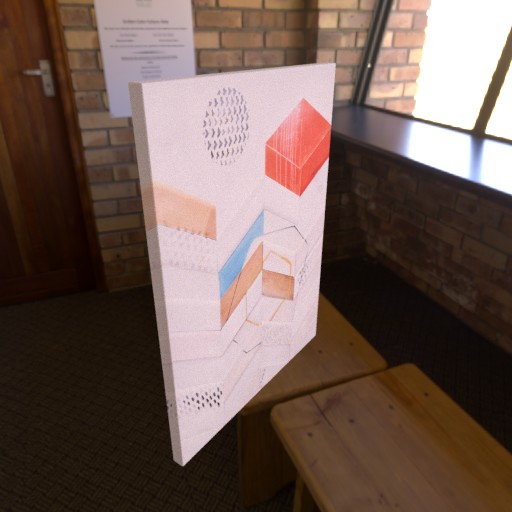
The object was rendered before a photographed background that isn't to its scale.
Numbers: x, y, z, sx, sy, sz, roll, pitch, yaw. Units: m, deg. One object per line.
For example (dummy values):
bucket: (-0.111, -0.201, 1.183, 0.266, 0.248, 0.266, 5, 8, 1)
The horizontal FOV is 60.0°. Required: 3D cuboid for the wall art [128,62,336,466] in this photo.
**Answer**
wall art: (0.000, 0.000, 1.308, 0.045, 1.014, 0.759, 18, 32, 32)
